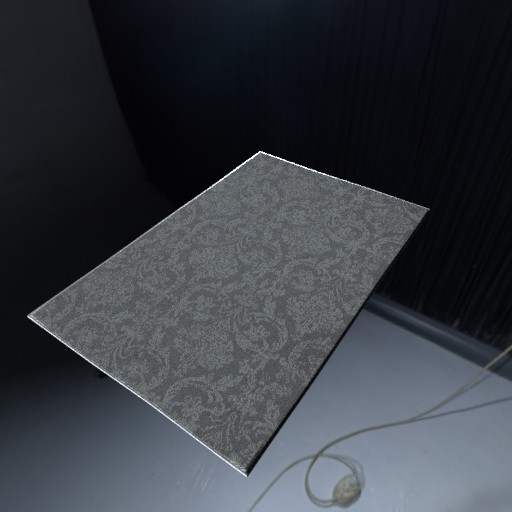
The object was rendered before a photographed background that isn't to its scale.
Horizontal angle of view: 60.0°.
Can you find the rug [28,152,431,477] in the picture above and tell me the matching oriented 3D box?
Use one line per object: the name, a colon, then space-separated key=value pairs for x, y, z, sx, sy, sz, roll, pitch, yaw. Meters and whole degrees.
rug: x=0.000 y=0.000 z=3.419 sx=1.819 sy=0.018 sz=2.746 roll=25 pitch=47 yaw=25
